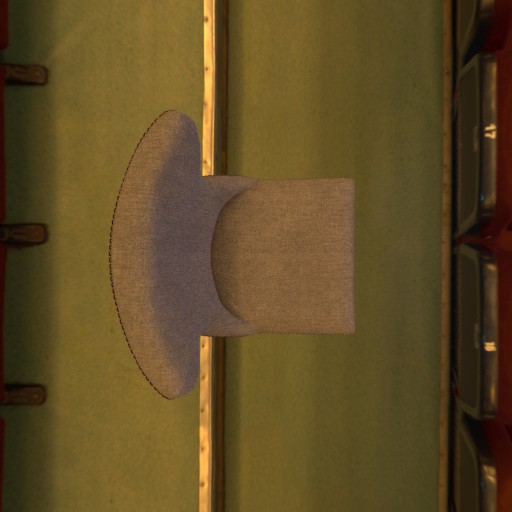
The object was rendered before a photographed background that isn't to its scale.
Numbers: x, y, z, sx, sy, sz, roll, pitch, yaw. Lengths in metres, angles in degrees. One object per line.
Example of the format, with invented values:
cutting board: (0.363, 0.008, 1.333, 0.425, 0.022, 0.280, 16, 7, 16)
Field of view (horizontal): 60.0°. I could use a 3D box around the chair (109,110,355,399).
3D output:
chair: (0.000, 0.000, 1.462, 0.681, 1.002, 0.654, 0, 90, 0)
